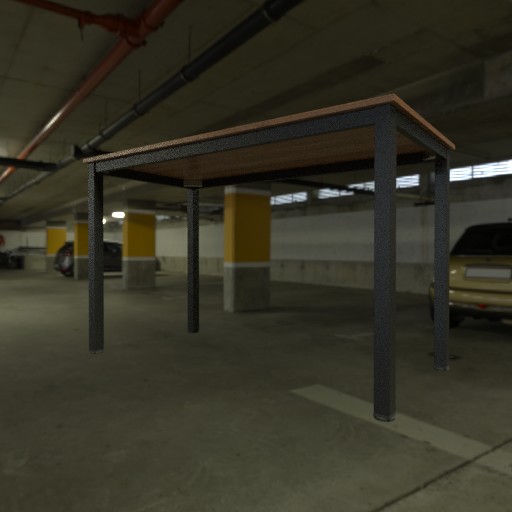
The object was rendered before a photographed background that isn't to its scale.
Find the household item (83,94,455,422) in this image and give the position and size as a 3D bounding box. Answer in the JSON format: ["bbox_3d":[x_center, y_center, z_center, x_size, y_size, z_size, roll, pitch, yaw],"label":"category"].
[{"bbox_3d":[0.000,0.000,1.589,1.200,0.750,0.600,0,1,36],"label":"household item"}]
